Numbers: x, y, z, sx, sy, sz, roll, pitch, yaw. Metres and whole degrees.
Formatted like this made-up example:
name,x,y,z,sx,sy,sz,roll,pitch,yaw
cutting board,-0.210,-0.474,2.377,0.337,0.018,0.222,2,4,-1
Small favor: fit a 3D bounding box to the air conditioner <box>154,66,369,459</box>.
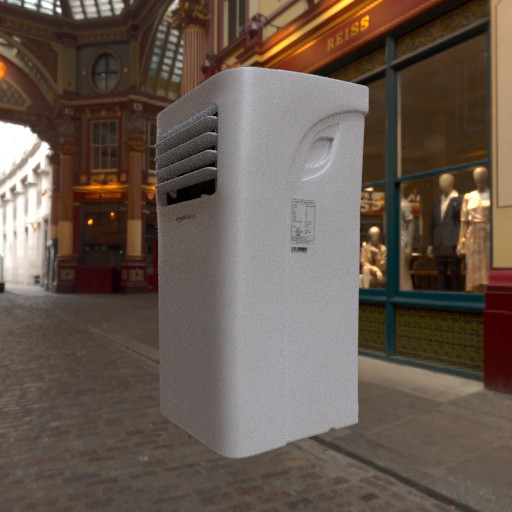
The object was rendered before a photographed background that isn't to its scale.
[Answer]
name,x,y,z,sx,sy,sz,roll,pitch,yaw
air conditioner,0.000,0.000,0.954,0.369,0.716,0.352,0,-1,-35
